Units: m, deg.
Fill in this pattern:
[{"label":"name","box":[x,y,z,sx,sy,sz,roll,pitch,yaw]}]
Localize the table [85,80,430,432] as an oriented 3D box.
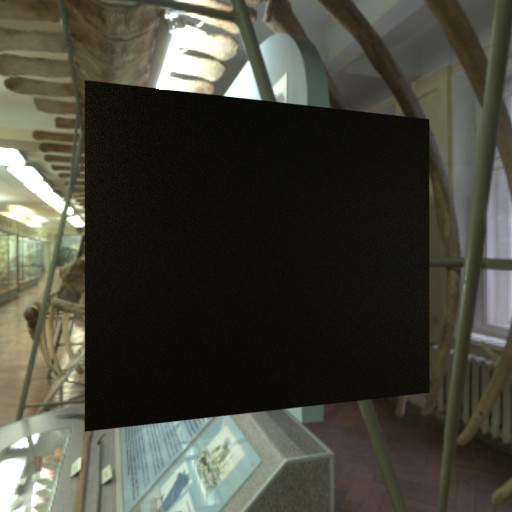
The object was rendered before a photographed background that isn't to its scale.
[{"label":"table","box":[0.000,0.000,1.318,0.930,0.790,0.380,0,0,-18]}]
